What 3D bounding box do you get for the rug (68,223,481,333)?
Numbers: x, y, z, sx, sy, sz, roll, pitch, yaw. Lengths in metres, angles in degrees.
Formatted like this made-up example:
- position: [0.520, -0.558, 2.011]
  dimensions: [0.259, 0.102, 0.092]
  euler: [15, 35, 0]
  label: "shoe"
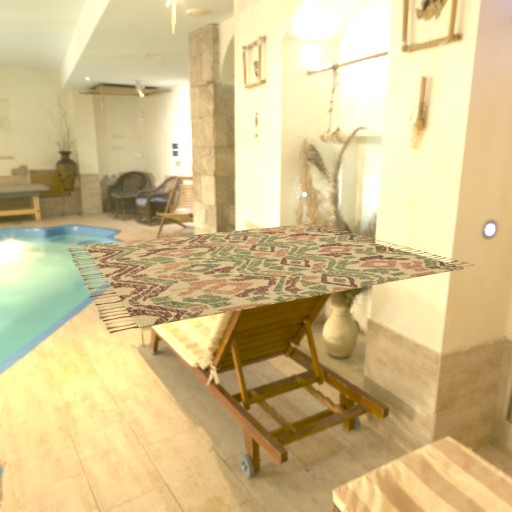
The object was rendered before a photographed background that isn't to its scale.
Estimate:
- position: [0.000, 0.000, 4.096]
  dimensions: [3.048, 0.010, 2.438]
  euler: [-7, 16, -27]
  label: "rug"
